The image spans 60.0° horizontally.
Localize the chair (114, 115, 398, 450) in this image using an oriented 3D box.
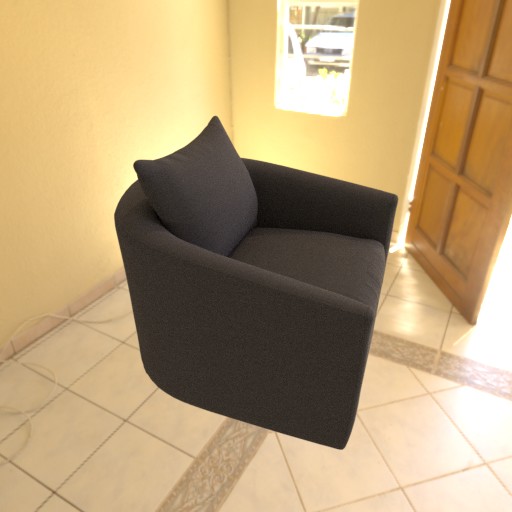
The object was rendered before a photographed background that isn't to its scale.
[{"bbox_3d":[0.000,0.000,1.625,0.910,0.848,0.845,10,32,17],"label":"chair"}]
